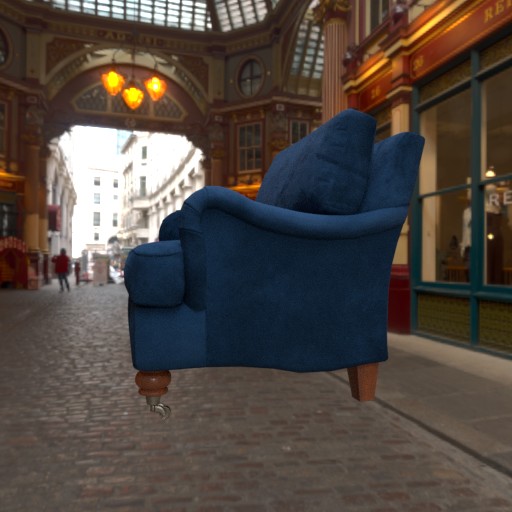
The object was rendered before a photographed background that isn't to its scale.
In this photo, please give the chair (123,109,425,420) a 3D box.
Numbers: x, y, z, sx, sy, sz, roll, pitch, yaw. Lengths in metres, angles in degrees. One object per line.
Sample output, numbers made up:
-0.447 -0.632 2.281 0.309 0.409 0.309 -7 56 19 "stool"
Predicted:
0.000 0.000 1.883 1.078 1.076 0.895 0 0 -17 "chair"
